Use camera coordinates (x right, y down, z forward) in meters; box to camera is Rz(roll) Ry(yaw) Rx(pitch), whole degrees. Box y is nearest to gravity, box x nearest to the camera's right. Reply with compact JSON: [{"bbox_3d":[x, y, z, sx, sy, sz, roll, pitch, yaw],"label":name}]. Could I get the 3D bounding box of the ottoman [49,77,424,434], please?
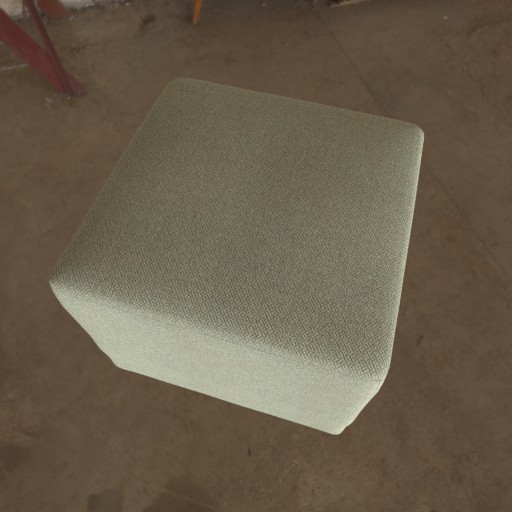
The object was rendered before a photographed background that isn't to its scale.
[{"bbox_3d":[0.000,0.000,0.903,0.521,0.453,0.512,15,60,9],"label":"ottoman"}]
